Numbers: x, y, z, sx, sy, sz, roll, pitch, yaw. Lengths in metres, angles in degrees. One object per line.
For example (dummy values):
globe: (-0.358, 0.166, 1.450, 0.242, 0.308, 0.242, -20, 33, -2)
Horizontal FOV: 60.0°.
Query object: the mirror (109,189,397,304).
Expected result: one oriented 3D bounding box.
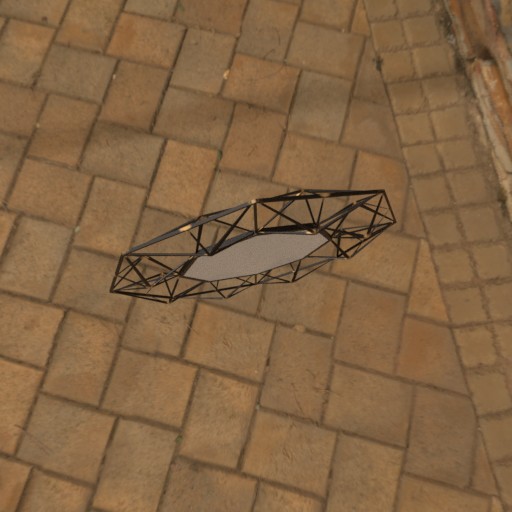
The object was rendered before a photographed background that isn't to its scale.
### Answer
mirror: (0.000, 0.000, 1.064, 0.710, 0.710, 0.094, -14, 76, -4)
